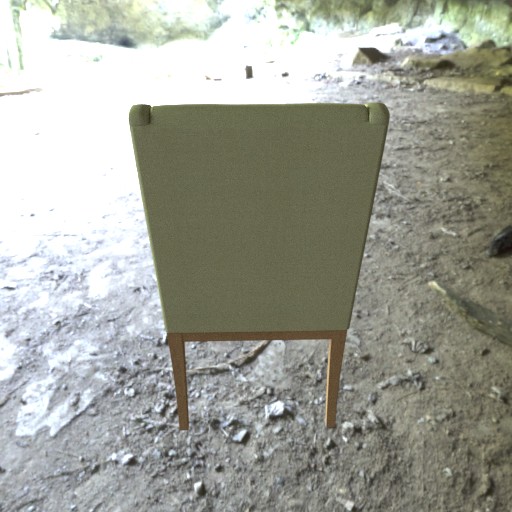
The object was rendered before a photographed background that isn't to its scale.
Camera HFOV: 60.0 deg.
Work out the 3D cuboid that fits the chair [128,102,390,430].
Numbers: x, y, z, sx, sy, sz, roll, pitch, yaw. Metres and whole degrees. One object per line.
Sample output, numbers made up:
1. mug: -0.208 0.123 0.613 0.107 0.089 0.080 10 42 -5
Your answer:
1. chair: 0.000 0.000 1.382 0.575 1.021 0.611 -1 30 -1
